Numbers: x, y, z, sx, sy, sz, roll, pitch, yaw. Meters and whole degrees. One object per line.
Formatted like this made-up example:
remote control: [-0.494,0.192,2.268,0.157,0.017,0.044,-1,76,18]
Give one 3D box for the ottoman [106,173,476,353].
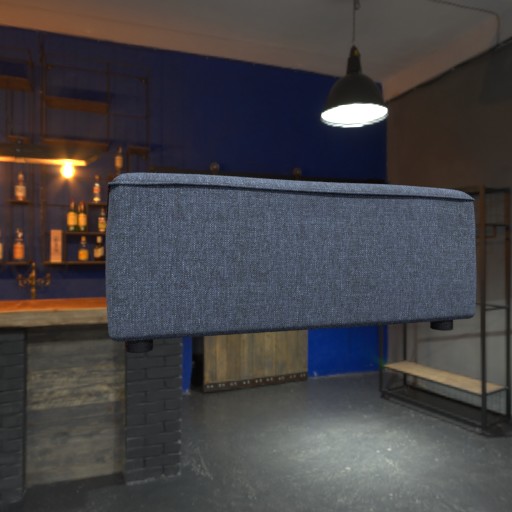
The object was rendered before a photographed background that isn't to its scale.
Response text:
ottoman: [0.000,0.000,1.575,1.023,0.423,1.017,0,1,-18]
